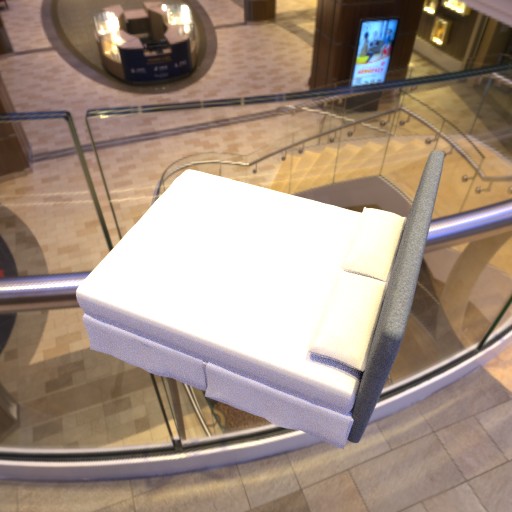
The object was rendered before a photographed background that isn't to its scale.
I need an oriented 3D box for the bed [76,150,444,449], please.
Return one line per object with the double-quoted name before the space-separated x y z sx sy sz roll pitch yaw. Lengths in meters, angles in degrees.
"bed" 0.000 0.000 3.245 2.142 1.330 1.723 17 48 16
